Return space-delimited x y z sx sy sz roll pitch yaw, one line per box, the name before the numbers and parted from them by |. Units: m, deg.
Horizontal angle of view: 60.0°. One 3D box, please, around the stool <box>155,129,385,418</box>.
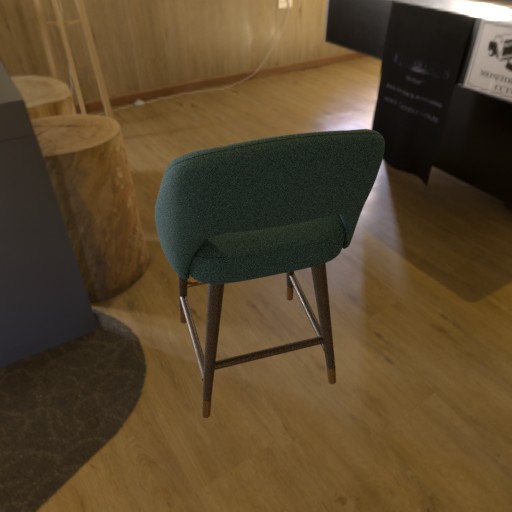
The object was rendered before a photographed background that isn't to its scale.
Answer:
stool | 0.000 0.000 1.297 0.536 0.939 0.522 -11 40 -13
